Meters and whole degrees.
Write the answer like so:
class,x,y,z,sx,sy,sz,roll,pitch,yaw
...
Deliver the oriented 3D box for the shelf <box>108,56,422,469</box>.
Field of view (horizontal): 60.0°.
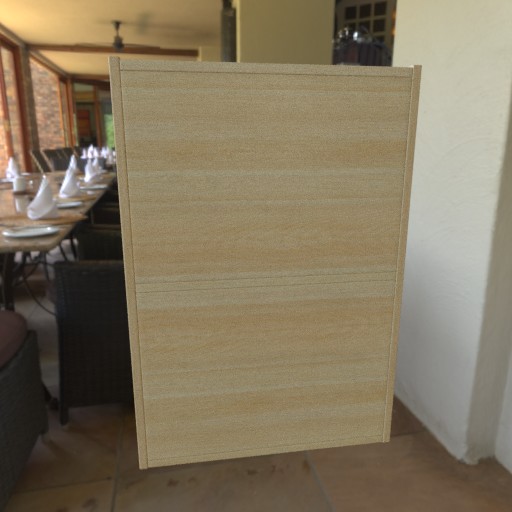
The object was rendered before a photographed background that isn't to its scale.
class,x,y,z,sx,sy,sz,roll,pitch,yaw
shelf,0.000,0.000,0.782,0.414,0.592,0.290,-2,15,-9
